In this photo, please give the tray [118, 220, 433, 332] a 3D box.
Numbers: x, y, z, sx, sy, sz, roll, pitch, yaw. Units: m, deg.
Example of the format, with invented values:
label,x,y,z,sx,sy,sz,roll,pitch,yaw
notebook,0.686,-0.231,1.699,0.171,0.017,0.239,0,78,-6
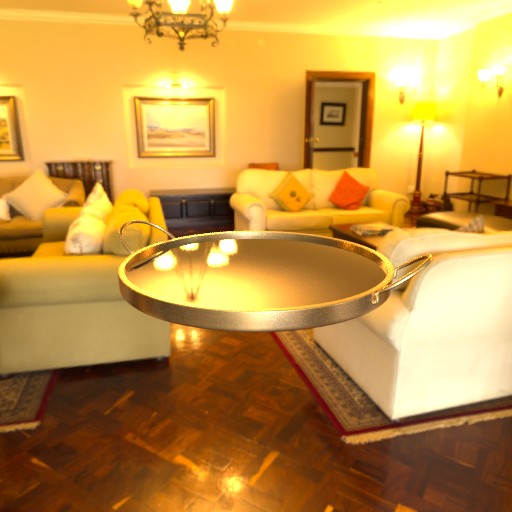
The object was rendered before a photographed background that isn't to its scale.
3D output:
label,x,y,z,sx,sy,sz,roll,pitch,yaw
tray,0.000,0.000,0.732,0.543,0.069,0.438,8,18,27
